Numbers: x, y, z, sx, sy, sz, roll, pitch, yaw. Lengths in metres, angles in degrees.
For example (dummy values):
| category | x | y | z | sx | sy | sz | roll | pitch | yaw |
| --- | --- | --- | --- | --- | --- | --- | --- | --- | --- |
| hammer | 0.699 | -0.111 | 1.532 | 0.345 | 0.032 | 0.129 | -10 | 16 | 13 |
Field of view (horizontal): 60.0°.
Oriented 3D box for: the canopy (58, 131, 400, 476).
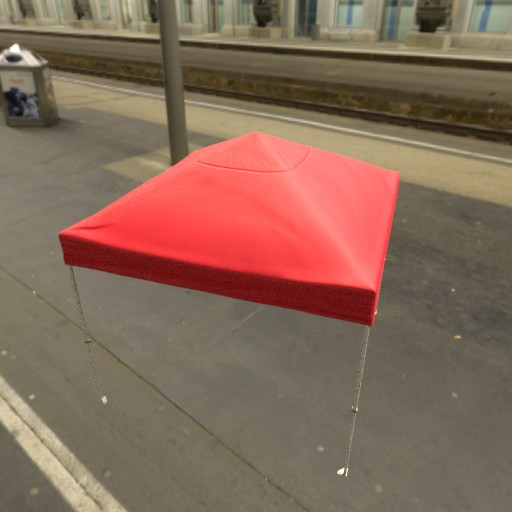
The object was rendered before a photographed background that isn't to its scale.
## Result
| category | x | y | z | sx | sy | sz | roll | pitch | yaw |
| --- | --- | --- | --- | --- | --- | --- | --- | --- | --- |
| canopy | 0.000 | 0.000 | 5.385 | 2.998 | 2.997 | 2.996 | 10 | 31 | 17 |
